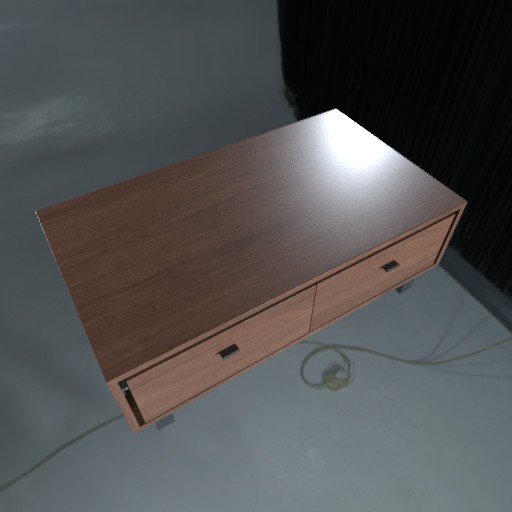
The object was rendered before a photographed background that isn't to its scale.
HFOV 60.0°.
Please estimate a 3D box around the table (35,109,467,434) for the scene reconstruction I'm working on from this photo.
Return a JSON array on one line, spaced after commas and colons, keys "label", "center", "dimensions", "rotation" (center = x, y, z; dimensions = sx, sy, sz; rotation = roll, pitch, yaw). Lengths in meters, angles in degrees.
[{"label": "table", "center": [0.000, 0.000, 1.337], "dimensions": [1.020, 0.380, 0.600], "rotation": [-24, 52, -21]}]
